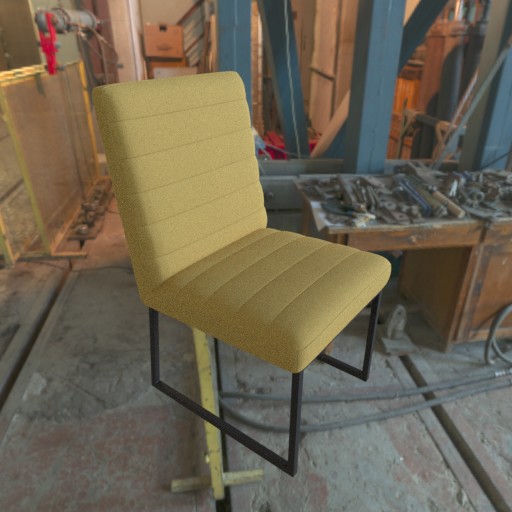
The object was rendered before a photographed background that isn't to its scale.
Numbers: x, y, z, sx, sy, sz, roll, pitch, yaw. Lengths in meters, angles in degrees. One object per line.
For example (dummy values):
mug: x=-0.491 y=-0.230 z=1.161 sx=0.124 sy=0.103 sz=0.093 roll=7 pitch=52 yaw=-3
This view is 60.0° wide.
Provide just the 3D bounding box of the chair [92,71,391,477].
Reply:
chair: x=0.000 y=0.000 z=1.270 sx=0.634 sy=0.930 sz=0.520 roll=19 pitch=33 yaw=33
